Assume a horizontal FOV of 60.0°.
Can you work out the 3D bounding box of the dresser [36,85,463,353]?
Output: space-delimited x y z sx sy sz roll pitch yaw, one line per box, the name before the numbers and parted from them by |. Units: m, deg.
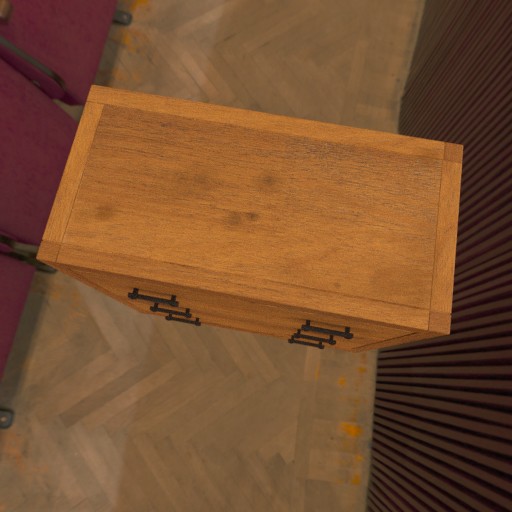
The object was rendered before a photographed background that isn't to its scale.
dresser | 0.000 0.000 1.279 0.804 0.804 0.427 10 75 3
